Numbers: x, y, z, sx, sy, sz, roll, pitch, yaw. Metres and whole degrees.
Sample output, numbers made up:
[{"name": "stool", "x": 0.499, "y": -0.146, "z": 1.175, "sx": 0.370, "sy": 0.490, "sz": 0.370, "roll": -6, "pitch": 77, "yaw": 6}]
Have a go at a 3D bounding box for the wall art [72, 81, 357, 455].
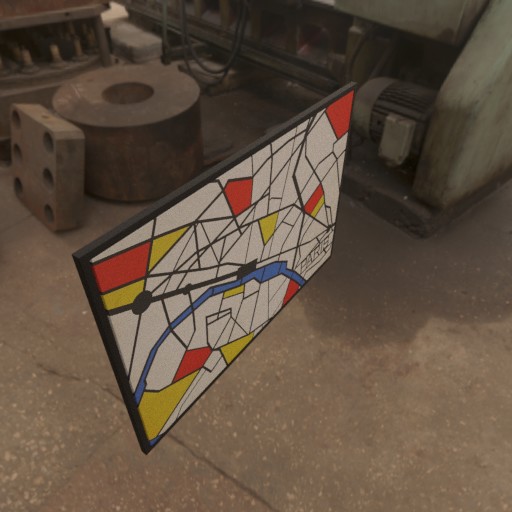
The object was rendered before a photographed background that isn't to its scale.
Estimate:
[{"name": "wall art", "x": 0.000, "y": 0.000, "z": 0.835, "sx": 0.013, "sy": 0.458, "sz": 0.664, "roll": 26, "pitch": 47, "yaw": 27}]
